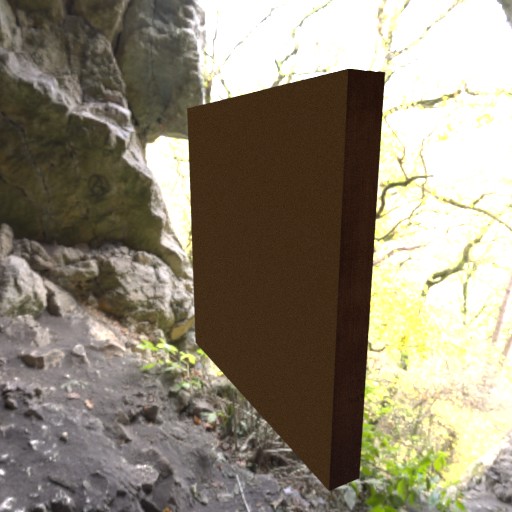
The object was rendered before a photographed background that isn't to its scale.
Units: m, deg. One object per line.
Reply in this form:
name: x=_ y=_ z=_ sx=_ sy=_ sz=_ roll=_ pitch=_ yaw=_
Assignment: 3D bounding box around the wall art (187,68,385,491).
wall art: x=0.000 y=0.000 z=0.563 sx=0.038 sy=0.385 sz=0.386 roll=-7 pitch=15 yaw=-26
